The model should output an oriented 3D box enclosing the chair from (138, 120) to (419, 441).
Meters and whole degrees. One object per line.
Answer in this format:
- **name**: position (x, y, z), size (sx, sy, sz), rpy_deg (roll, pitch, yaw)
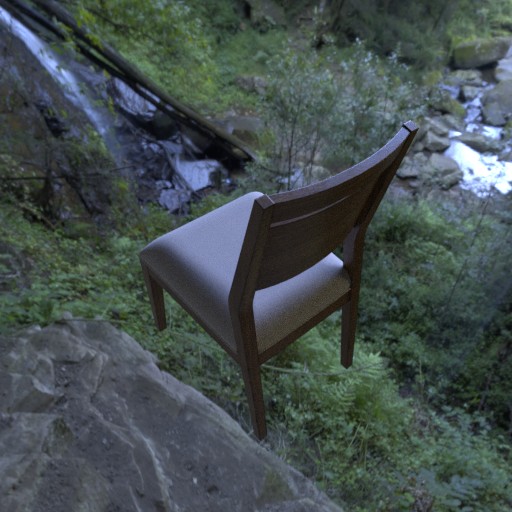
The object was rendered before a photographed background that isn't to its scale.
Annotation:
- **chair**: position (0.000, 0.000, 1.309), size (0.497, 0.939, 0.610), rpy_deg (-30, 53, -26)
